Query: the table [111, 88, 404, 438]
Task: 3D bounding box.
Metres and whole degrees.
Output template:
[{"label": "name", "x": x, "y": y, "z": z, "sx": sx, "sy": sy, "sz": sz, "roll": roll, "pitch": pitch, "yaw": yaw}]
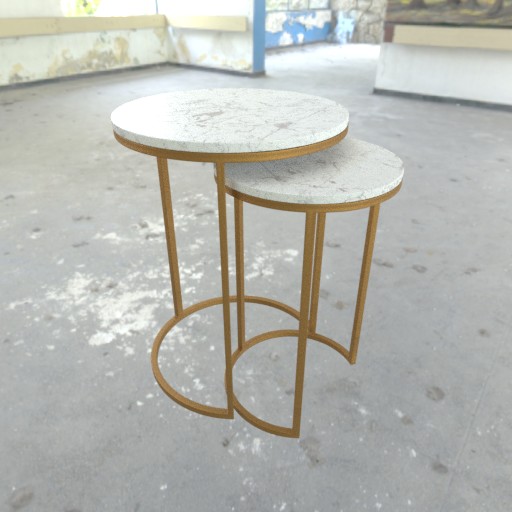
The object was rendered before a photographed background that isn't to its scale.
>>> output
[{"label": "table", "x": 0.000, "y": 0.000, "z": 0.878, "sx": 0.507, "sy": 0.550, "sz": 0.400, "roll": 21, "pitch": 36, "yaw": 31}]
